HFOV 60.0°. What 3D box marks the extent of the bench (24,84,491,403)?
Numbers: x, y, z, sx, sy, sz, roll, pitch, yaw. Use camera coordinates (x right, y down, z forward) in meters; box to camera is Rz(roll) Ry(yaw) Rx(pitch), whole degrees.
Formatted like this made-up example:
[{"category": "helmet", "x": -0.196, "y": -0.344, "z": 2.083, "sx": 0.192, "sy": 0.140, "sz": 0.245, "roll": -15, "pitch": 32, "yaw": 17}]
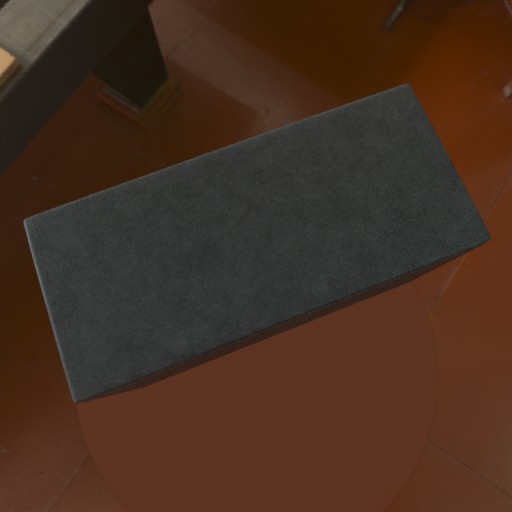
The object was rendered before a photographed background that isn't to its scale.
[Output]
[{"category": "bench", "x": 0.000, "y": 0.000, "z": 1.165, "sx": 0.905, "sy": 0.501, "sz": 0.401, "roll": -21, "pitch": 78, "yaw": -5}]
